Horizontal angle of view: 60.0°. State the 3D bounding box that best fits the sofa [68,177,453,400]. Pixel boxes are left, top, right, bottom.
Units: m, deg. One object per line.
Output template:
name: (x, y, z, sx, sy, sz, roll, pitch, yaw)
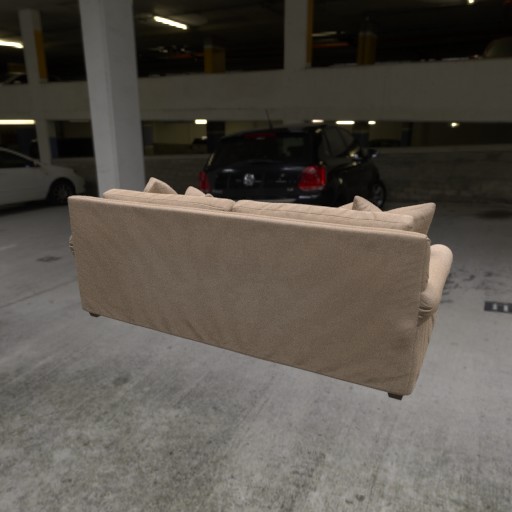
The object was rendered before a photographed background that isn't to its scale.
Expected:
sofa: (0.000, 0.000, 2.860, 2.285, 0.904, 1.067, 9, 19, 26)
